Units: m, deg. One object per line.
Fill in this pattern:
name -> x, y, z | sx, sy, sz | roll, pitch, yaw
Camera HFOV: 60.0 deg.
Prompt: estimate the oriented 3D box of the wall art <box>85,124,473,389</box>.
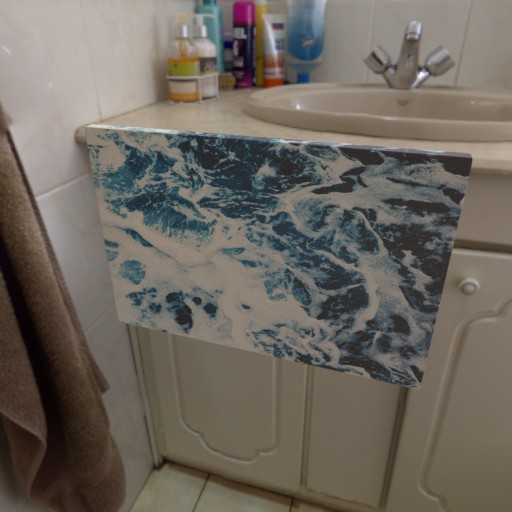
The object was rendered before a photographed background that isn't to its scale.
wall art -> 0.000, 0.000, 1.158 | 0.915, 0.610, 0.042 | 9, 29, 17
